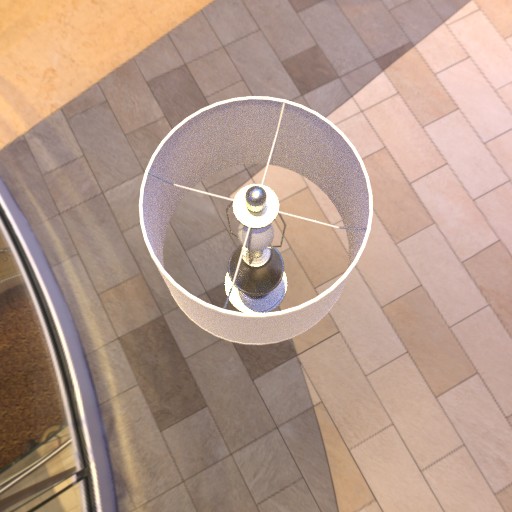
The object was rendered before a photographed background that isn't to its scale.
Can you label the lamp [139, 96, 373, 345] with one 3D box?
[{"bbox_3d":[0.000,0.000,0.959,0.383,0.733,0.383,0,76,0],"label":"lamp"}]
